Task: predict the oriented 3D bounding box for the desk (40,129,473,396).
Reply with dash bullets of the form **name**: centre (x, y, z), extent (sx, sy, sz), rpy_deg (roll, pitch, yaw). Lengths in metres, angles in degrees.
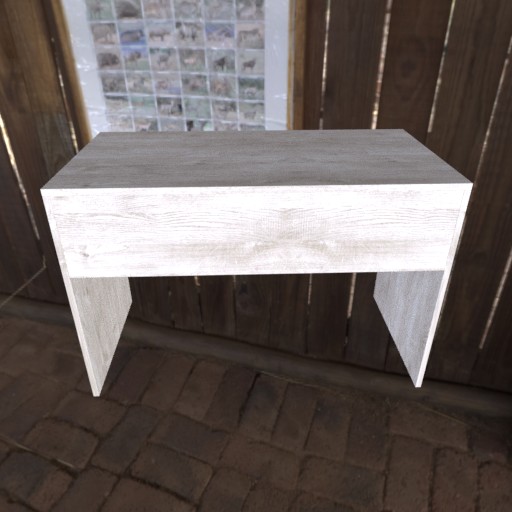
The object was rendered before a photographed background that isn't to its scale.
- **desk**: centre (0.000, 0.000, 1.549), extent (1.100, 0.730, 0.560), rpy_deg (-1, 30, -2)
